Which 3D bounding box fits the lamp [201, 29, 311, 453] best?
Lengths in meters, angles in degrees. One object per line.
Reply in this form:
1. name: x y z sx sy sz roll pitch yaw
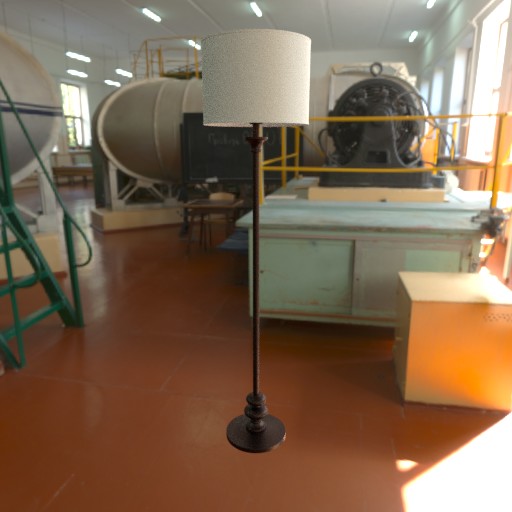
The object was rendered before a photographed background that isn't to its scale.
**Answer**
1. lamp: 0.000 0.000 1.620 0.356 1.487 0.356 -13 19 -42
